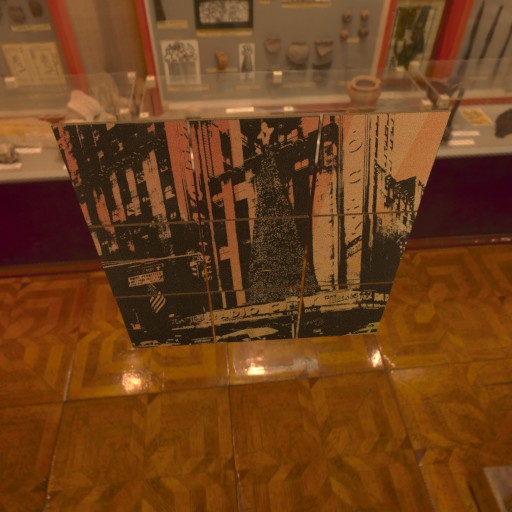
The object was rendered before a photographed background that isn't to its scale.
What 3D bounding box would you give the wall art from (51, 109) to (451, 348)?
[{"bbox_3d":[0.000,0.000,1.346,0.919,0.917,0.010,-3,46,-3],"label":"wall art"}]
